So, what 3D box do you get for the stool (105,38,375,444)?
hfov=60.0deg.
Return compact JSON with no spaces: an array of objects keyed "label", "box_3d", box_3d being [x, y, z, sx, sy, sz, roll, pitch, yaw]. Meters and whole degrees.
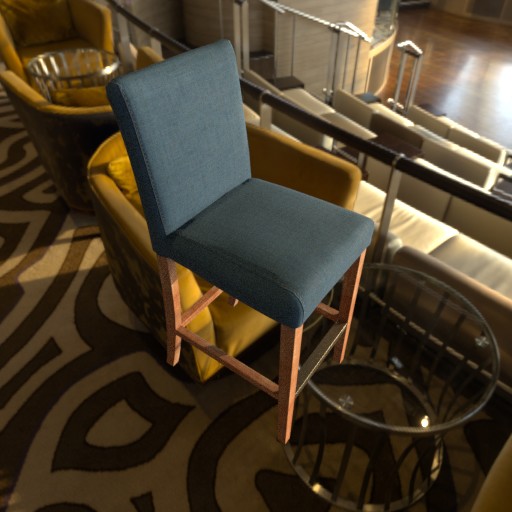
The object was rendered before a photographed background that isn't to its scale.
[{"label":"stool","box_3d":[0.000,0.000,1.370,0.574,1.088,0.454,25,47,26]}]
